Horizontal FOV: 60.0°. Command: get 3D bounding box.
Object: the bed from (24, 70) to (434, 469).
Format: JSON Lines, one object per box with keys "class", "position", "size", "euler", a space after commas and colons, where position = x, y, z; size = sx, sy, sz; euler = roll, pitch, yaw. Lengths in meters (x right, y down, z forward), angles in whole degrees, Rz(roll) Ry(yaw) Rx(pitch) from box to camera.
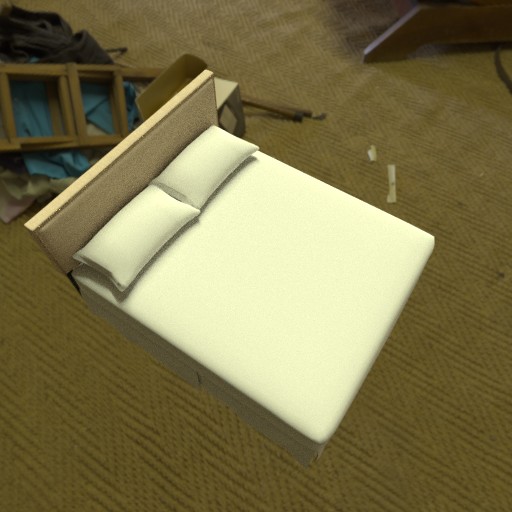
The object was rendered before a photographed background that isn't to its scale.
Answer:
{"class": "bed", "position": [0.000, 0.000, 2.807], "size": [1.876, 1.016, 1.616], "euler": [30, 63, 17]}
